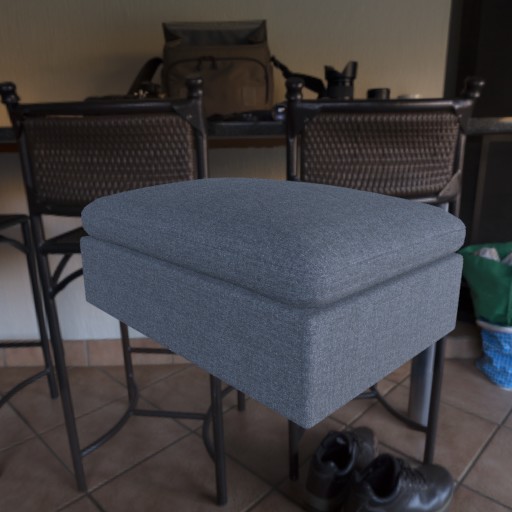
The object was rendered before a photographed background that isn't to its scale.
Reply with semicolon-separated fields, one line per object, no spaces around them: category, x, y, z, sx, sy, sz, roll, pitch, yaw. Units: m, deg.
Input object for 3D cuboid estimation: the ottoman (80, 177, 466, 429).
ottoman;0.000;0.000;1.422;0.711;0.483;1.041;-14;20;-42
